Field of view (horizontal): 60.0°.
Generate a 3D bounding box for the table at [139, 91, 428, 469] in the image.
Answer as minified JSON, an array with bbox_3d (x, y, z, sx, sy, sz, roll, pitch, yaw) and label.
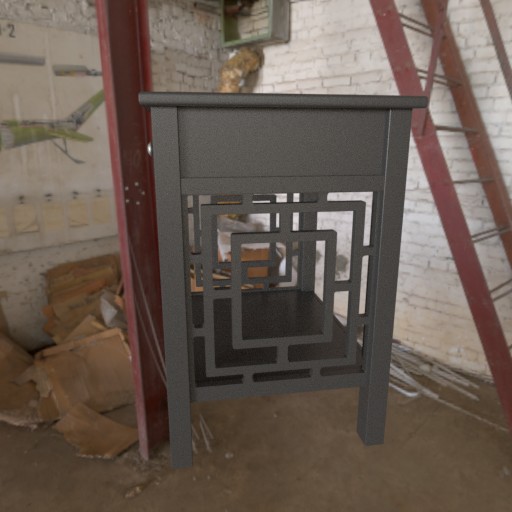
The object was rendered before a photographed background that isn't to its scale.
[{"bbox_3d":[0.000,0.000,1.006,0.451,0.646,0.564,-2,15,-9],"label":"table"}]
